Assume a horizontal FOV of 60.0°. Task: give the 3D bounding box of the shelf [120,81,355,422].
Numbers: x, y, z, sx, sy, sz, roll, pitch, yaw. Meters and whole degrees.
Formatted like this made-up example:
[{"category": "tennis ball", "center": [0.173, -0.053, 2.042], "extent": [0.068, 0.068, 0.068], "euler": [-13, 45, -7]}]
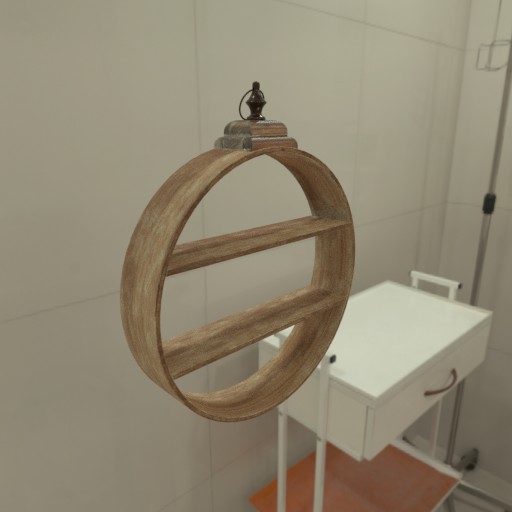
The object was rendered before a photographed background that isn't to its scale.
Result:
[{"category": "shelf", "center": [0.000, 0.000, 0.986], "extent": [0.601, 0.725, 0.125], "euler": [-16, 23, -42]}]
